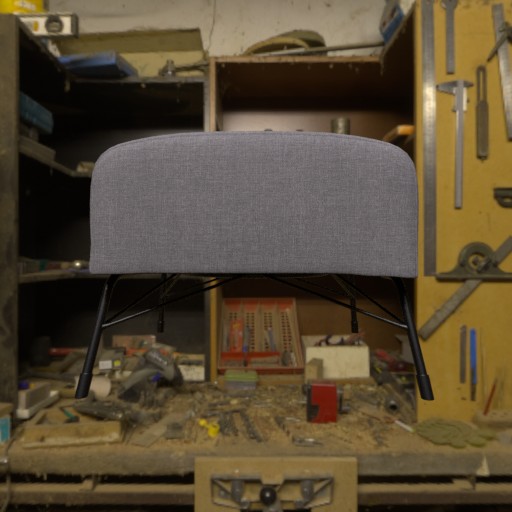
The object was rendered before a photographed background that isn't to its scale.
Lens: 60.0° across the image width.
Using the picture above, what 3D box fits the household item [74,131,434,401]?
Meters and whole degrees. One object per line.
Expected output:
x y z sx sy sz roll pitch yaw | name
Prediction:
0.000 0.000 0.906 0.530 0.410 0.530 0 1 1 | household item
